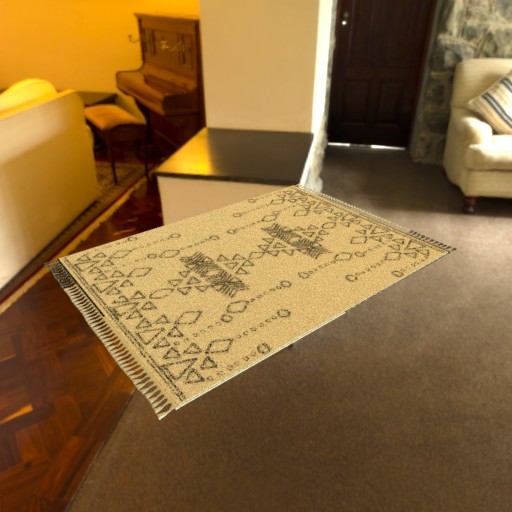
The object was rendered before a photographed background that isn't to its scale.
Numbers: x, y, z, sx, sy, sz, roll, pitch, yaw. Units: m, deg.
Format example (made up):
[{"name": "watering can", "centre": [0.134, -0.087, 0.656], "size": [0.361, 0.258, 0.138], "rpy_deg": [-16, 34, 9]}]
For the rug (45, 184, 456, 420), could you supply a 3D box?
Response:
[{"name": "rug", "centre": [0.000, 0.000, 3.010], "size": [2.312, 0.013, 1.600], "rpy_deg": [-22, 37, -33]}]
